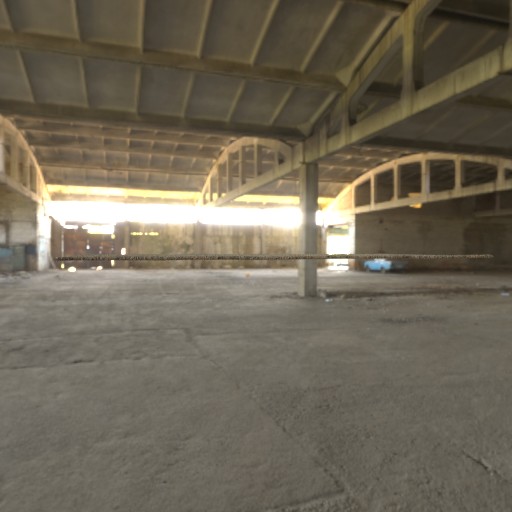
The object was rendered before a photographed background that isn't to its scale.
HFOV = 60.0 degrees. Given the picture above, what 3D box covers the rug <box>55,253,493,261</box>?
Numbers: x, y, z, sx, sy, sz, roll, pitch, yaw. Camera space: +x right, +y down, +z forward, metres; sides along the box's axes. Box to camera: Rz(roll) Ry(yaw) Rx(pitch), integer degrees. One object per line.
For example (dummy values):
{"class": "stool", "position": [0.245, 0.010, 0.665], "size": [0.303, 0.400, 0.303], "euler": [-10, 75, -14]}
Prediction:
{"class": "rug", "position": [0.000, 0.000, 4.194], "size": [3.199, 0.036, 2.414], "euler": [0, 1, -17]}
